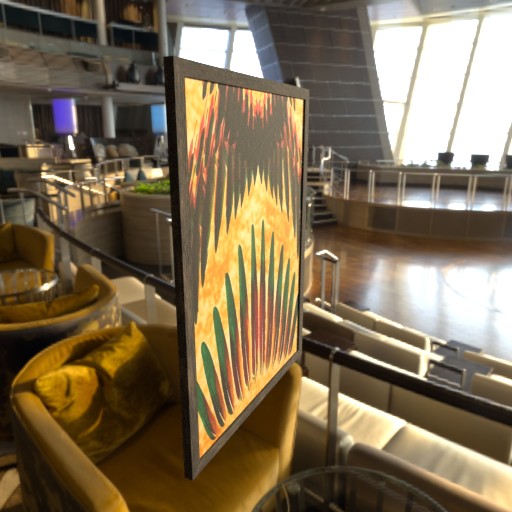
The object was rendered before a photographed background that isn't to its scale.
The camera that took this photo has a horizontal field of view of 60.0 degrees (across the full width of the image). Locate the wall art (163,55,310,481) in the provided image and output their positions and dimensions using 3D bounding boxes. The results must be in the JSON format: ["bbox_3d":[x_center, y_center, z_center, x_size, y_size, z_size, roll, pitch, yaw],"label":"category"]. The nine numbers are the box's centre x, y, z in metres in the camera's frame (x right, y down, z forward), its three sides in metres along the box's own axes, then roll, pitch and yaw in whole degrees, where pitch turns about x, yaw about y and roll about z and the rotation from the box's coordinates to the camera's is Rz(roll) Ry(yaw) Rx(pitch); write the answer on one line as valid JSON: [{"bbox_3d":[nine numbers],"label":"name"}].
[{"bbox_3d":[0.000,0.000,1.419,0.029,1.066,0.812,8,17,26],"label":"wall art"}]
